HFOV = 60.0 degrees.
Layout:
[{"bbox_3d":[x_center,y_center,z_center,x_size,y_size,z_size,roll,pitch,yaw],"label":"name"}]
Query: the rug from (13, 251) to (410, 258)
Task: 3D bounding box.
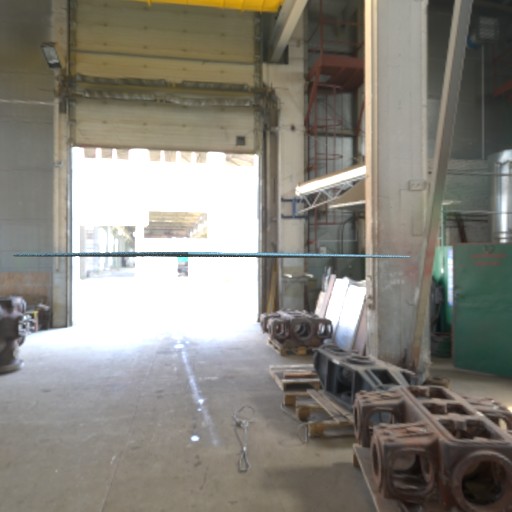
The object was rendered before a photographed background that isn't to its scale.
[{"bbox_3d":[0.000,0.000,1.413,0.604,0.007,1.219,0,-1,36],"label":"rug"}]
